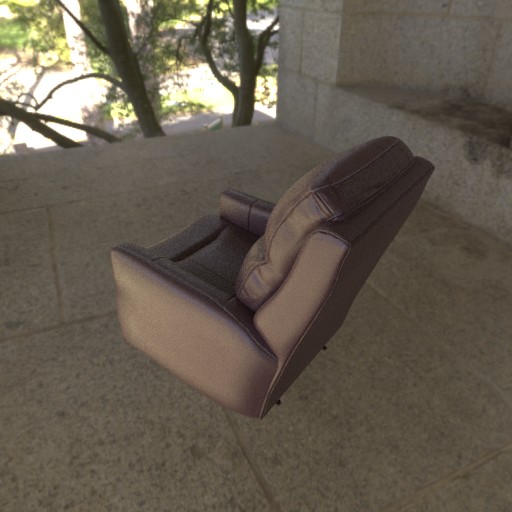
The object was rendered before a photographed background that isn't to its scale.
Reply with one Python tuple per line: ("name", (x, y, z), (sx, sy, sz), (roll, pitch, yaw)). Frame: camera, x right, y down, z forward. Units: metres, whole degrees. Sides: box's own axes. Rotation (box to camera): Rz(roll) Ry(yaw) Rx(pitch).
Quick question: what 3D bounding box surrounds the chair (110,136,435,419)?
("chair", (0.000, 0.000, 1.806), (1.080, 1.030, 0.829), (21, 38, 30))
